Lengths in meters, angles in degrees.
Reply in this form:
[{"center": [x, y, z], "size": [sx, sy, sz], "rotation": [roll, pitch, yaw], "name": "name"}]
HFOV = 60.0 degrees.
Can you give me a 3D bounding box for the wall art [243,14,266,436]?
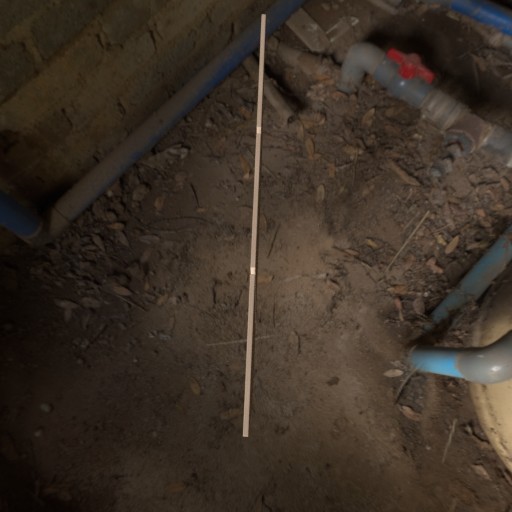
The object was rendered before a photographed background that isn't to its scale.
[{"center": [0.000, 0.000, 1.798], "size": [0.013, 1.218, 1.219], "rotation": [2, 75, 1], "name": "wall art"}]
